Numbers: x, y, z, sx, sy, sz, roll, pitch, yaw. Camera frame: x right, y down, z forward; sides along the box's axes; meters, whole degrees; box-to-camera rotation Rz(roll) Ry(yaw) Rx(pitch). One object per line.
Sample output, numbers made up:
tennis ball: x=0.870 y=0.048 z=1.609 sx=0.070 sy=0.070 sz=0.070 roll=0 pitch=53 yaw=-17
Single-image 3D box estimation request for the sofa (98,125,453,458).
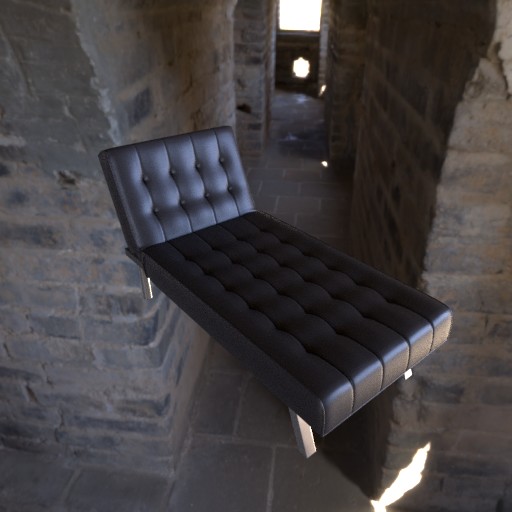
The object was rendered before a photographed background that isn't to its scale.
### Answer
sofa: x=0.000 y=0.000 z=2.023 sx=0.760 sy=0.820 sz=1.560 roll=-22 pitch=37 yaw=-33
